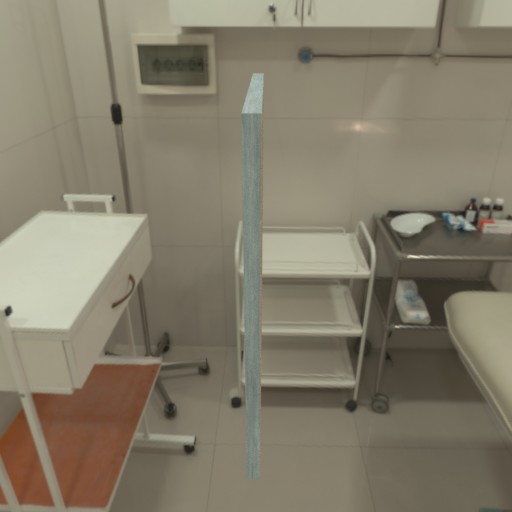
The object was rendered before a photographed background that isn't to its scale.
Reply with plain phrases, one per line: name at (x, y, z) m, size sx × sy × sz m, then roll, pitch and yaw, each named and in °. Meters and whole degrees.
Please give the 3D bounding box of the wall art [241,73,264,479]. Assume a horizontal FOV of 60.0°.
wall art at (0.000, 0.000, 0.812) m, size 0.022 × 0.582 × 0.479 m, roll 1°, pitch 27°, yaw 1°
